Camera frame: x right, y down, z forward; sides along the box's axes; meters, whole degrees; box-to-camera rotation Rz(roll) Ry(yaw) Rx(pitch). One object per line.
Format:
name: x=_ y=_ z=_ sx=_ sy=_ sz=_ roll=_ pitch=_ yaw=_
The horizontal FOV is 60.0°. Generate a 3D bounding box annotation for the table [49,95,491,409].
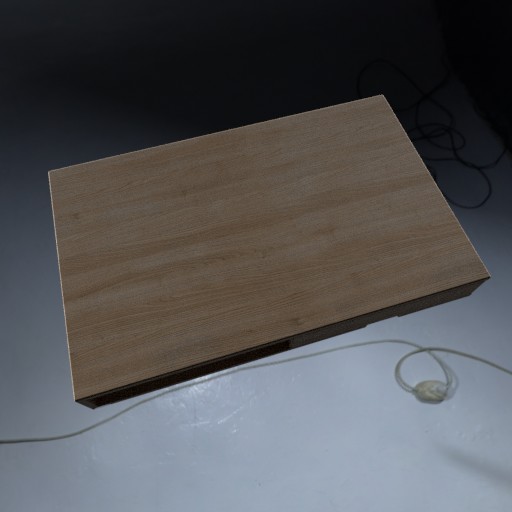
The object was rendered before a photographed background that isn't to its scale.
table: x=0.000 y=0.000 z=1.457 sx=1.100 sy=0.440 sz=0.700 roll=-15 pitch=64 yaw=-8
